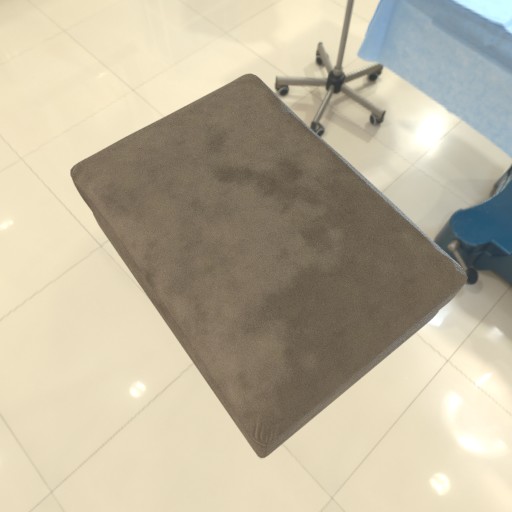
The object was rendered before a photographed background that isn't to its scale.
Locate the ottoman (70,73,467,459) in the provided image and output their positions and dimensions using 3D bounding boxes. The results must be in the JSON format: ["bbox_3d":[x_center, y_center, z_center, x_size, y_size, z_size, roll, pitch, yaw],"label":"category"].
[{"bbox_3d":[0.000,0.000,1.054,0.520,0.456,0.719,-34,68,-16],"label":"ottoman"}]
